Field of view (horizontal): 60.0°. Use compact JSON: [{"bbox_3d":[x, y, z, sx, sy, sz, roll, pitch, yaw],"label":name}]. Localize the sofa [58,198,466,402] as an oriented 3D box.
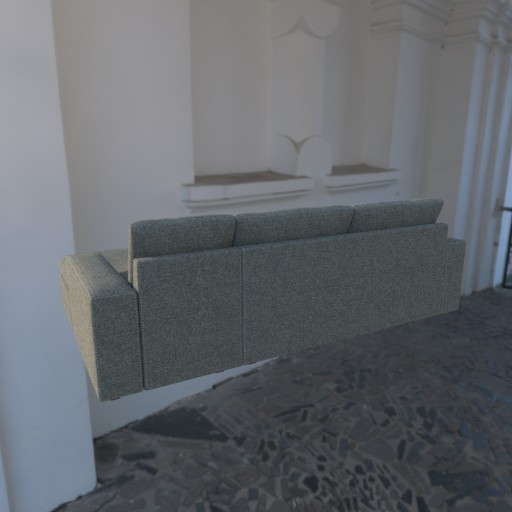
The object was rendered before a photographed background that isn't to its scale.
[{"bbox_3d":[0.000,0.000,3.465,2.718,0.940,1.689,-8,16,-28],"label":"sofa"}]
